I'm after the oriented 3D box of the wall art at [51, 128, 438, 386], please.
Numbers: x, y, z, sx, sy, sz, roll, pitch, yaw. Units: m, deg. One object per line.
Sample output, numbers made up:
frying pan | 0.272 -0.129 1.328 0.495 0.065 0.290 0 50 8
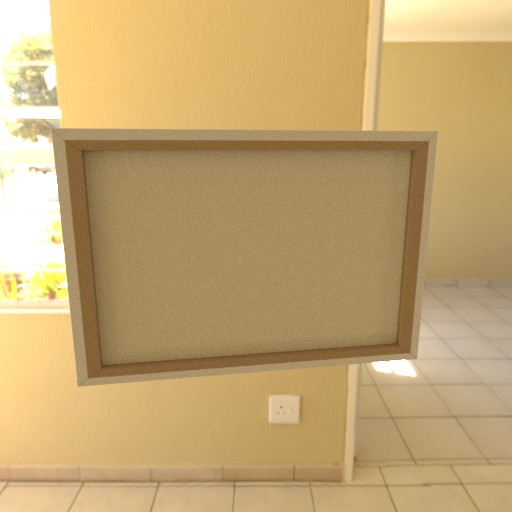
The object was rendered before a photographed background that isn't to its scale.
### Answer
wall art | 0.000 0.000 0.757 0.608 0.414 0.042 -2 14 -9
